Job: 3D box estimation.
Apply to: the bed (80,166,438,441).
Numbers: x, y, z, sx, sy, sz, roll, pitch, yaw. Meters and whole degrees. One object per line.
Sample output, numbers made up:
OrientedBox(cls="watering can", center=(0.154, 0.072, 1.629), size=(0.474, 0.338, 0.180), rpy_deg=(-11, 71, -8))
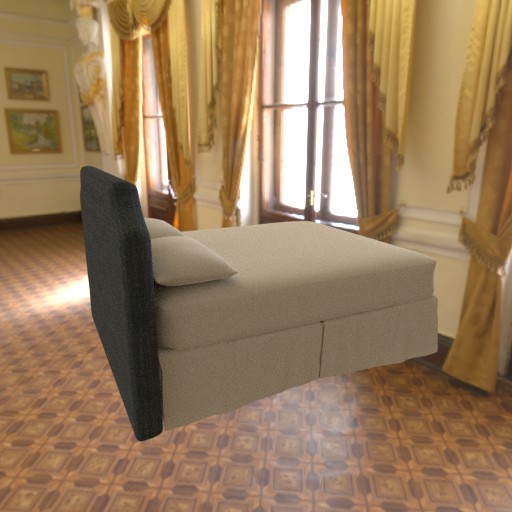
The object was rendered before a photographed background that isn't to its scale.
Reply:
OrientedBox(cls="bed", center=(0.000, 0.000, 3.285), size=(2.208, 1.297, 1.828), rpy_deg=(-7, 17, -25))
